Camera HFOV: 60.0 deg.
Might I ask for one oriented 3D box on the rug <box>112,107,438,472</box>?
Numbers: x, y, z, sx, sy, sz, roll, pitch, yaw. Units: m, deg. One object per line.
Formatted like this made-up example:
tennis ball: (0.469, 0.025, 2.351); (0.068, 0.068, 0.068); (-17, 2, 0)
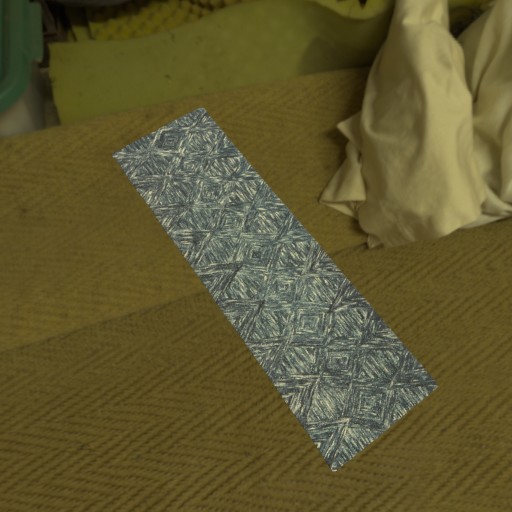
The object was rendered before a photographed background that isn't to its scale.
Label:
rug: (0.000, 0.000, 2.602); (0.719, 0.013, 2.306); (-33, 69, -14)
